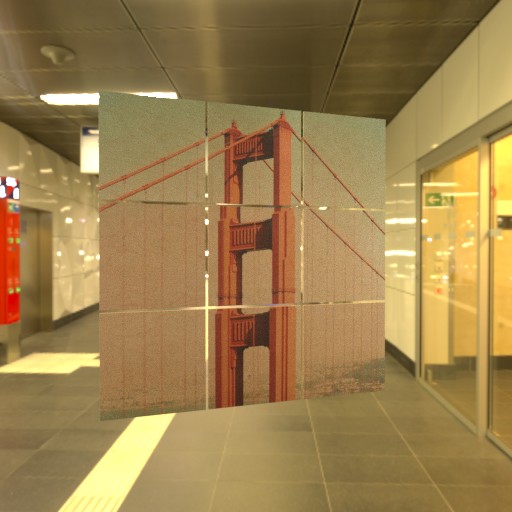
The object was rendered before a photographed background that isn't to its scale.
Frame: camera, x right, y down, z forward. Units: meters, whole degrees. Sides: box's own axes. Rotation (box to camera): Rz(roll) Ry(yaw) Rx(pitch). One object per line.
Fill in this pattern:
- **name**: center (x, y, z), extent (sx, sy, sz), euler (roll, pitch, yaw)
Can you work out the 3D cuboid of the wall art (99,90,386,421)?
- **wall art**: center (0.000, 0.000, 1.820), extent (1.214, 1.219, 0.013), euler (0, 1, -17)
